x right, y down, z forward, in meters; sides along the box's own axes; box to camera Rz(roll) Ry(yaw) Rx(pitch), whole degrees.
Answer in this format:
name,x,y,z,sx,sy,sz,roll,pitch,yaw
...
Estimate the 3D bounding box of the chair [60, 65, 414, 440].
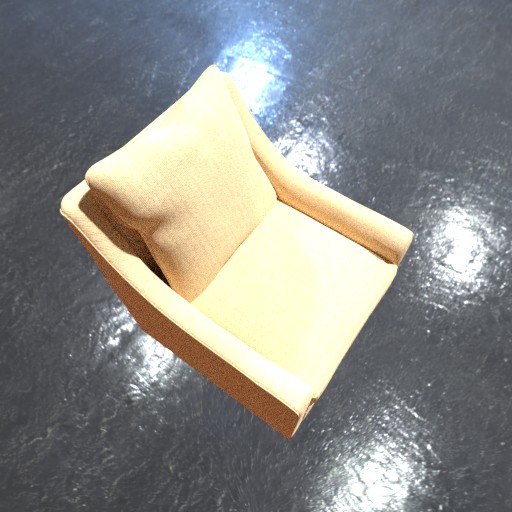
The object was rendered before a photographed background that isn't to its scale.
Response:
name,x,y,z,sx,sy,sz,roll,pitch,yaw
chair,0.000,0.000,1.574,0.876,0.927,0.760,32,64,17
